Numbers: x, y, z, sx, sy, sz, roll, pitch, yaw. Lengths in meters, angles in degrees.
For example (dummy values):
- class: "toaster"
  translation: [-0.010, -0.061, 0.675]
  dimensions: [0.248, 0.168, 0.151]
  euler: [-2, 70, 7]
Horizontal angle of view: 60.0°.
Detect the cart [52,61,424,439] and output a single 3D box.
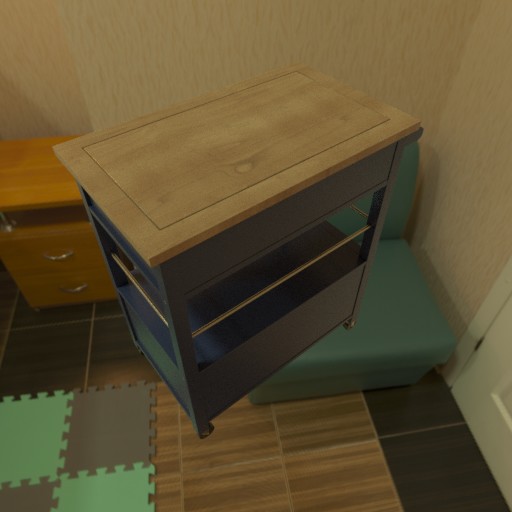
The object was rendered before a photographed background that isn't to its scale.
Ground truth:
- class: "cart"
  translation: [0.000, 0.000, 1.403]
  dimensions: [0.840, 0.901, 0.459]
  euler: [-30, 53, -25]
